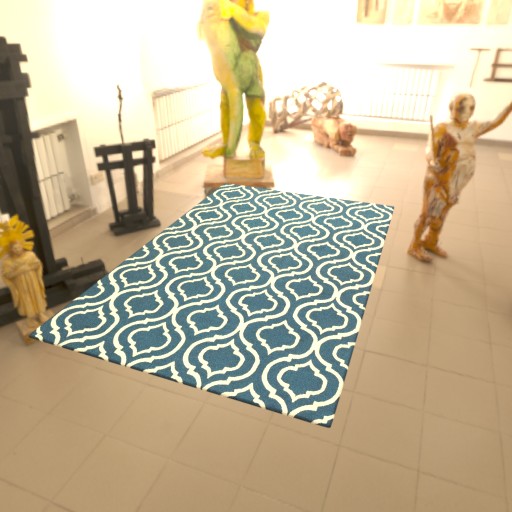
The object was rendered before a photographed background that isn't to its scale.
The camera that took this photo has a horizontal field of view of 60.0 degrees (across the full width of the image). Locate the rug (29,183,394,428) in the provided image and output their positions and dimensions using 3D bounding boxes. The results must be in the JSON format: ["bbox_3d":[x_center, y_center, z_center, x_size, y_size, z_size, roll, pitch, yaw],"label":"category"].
[{"bbox_3d":[0.000,0.000,2.181,1.143,0.010,1.753,11,31,18],"label":"rug"}]
